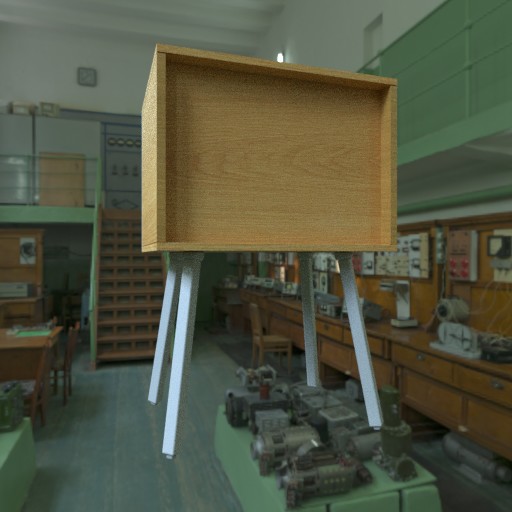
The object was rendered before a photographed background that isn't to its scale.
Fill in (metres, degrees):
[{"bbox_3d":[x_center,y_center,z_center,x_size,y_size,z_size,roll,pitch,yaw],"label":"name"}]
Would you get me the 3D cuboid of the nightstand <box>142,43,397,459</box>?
[{"bbox_3d":[0.000,0.000,0.839,0.400,0.601,0.316,0,0,-18],"label":"nightstand"}]
